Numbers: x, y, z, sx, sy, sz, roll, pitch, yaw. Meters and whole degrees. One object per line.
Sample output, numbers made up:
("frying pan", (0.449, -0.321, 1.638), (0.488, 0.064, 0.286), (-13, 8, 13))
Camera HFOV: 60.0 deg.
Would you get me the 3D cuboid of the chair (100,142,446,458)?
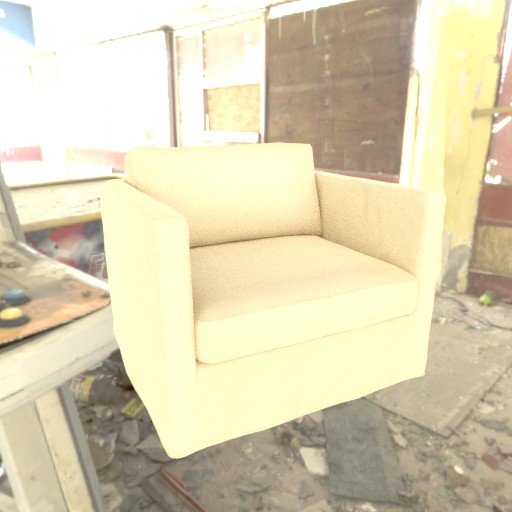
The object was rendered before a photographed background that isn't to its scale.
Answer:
("chair", (0.000, 0.000, 1.770), (1.057, 0.851, 0.947), (-8, 19, -26))
